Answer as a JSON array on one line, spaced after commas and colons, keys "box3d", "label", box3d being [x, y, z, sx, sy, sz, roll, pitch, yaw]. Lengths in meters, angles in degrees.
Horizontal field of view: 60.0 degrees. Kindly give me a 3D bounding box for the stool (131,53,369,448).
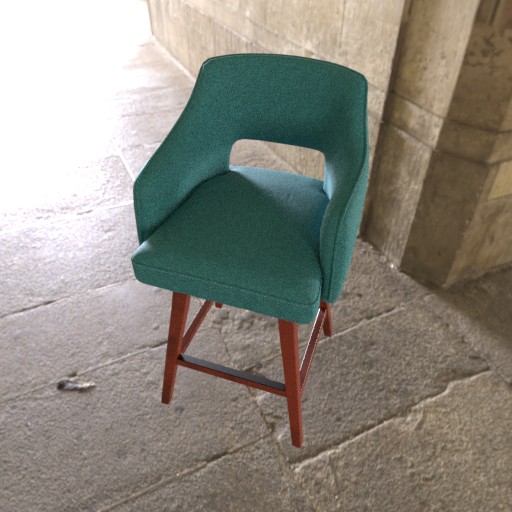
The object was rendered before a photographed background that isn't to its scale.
[{"box3d": [0.000, 0.000, 1.282, 0.548, 0.961, 0.556, 13, 42, 14], "label": "stool"}]
